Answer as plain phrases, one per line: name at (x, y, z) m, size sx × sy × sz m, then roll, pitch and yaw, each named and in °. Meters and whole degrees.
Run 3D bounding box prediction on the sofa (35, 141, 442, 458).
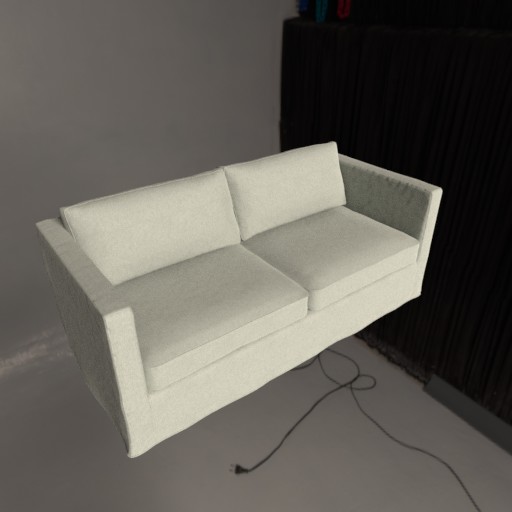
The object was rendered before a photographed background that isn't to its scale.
sofa at (0.000, 0.000, 2.441) m, size 1.987 × 0.870 × 0.940 m, roll -21°, pitch 36°, yaw -31°
